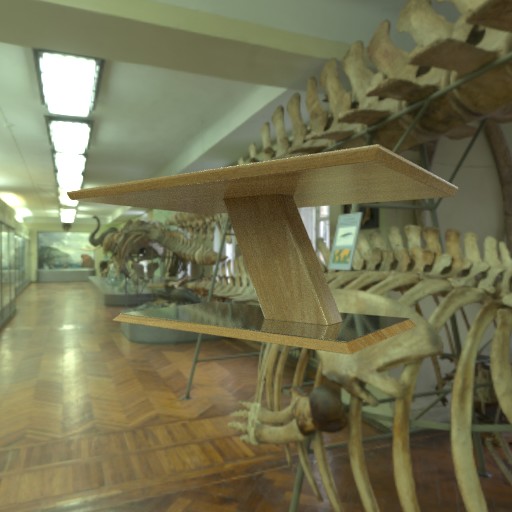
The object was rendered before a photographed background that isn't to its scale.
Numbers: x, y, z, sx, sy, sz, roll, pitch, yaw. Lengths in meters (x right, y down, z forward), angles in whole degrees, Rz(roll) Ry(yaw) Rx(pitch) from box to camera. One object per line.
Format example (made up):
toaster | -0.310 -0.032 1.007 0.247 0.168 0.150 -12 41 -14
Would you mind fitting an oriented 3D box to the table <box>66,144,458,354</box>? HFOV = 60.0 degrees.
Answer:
table | 0.000 0.000 1.468 1.100 0.441 0.692 0 0 36
